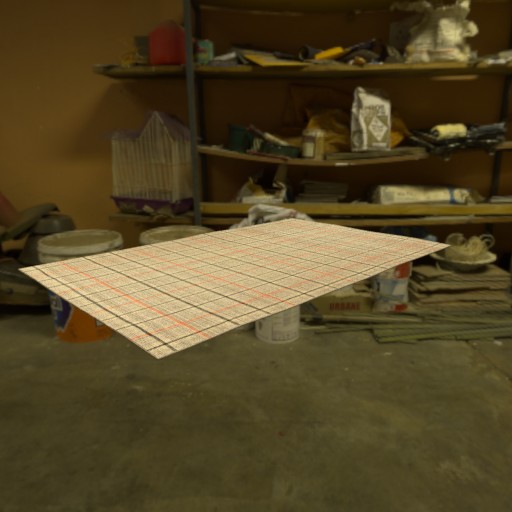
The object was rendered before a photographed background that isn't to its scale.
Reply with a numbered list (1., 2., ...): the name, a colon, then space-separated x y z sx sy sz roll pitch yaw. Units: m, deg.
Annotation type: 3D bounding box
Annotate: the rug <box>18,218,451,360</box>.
1. rug: 0.000 0.000 2.908 2.439 0.015 1.524 -14 20 -42
